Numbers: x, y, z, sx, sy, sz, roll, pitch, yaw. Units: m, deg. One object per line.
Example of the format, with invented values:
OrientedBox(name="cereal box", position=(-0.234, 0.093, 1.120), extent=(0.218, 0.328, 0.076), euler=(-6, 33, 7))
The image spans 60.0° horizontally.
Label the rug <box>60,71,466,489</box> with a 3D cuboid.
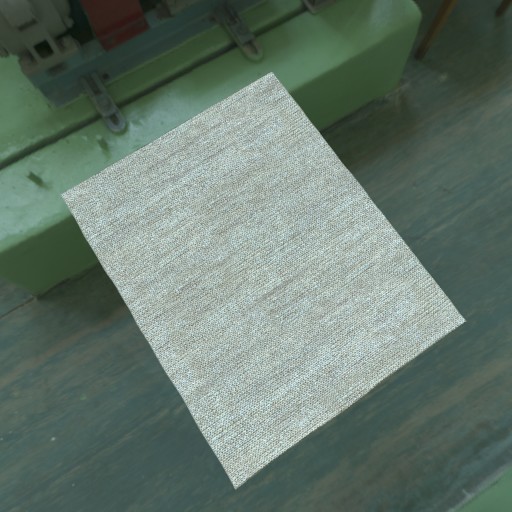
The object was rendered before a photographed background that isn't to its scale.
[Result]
OrientedBox(name="rug", position=(0.000, 0.000, 4.034), extent=(2.429, 0.030, 3.052), euler=(-33, 78, -8))
